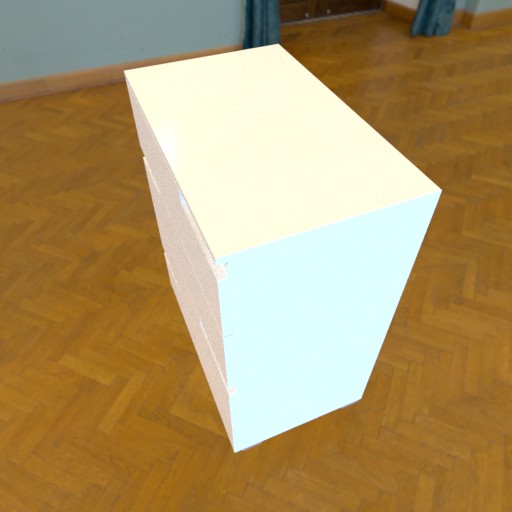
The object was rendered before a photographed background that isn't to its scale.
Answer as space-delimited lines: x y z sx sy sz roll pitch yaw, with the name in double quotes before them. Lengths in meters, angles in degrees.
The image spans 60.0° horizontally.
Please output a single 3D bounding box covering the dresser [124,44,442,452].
"dresser" 0.000 0.000 1.182 0.400 0.800 0.650 -17 49 -15
